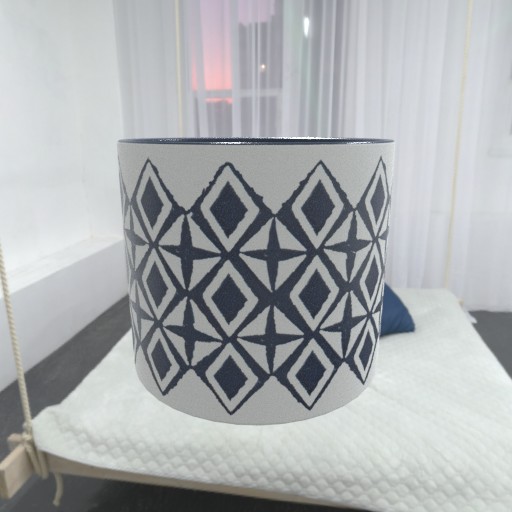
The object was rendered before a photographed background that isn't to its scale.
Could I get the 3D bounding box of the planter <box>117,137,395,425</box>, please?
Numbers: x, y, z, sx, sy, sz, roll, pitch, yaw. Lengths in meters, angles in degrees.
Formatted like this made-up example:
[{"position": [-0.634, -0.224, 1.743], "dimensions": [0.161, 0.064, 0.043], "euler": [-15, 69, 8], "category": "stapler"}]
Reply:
[{"position": [0.000, 0.000, 0.323], "dimensions": [0.182, 0.165, 0.182], "euler": [0, 16, 0], "category": "planter"}]
